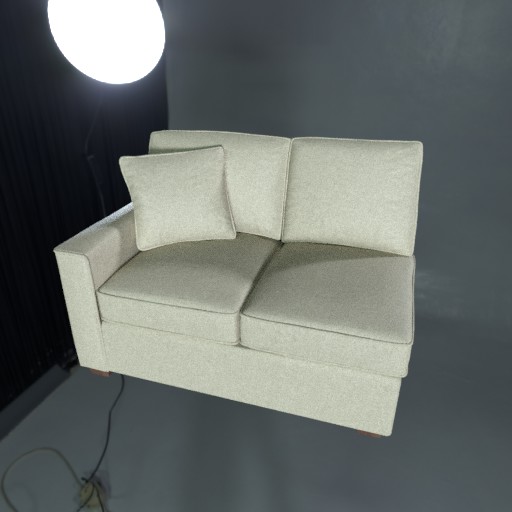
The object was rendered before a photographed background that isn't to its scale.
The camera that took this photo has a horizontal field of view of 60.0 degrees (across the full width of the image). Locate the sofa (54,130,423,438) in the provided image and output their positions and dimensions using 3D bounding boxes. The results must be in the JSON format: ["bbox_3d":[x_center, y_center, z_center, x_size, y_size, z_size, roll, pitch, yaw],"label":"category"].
[{"bbox_3d":[0.000,0.000,2.024,1.388,0.989,0.991,8,27,15],"label":"sofa"}]
